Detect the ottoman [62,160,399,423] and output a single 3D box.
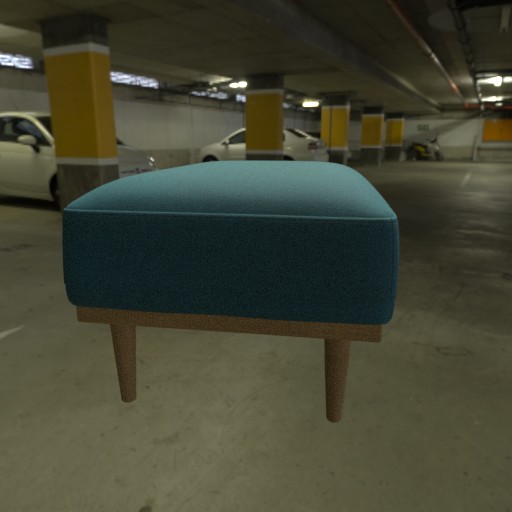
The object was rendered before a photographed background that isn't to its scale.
[{"bbox_3d":[0.000,0.000,1.050,0.549,0.428,0.749,2,15,9],"label":"ottoman"}]
